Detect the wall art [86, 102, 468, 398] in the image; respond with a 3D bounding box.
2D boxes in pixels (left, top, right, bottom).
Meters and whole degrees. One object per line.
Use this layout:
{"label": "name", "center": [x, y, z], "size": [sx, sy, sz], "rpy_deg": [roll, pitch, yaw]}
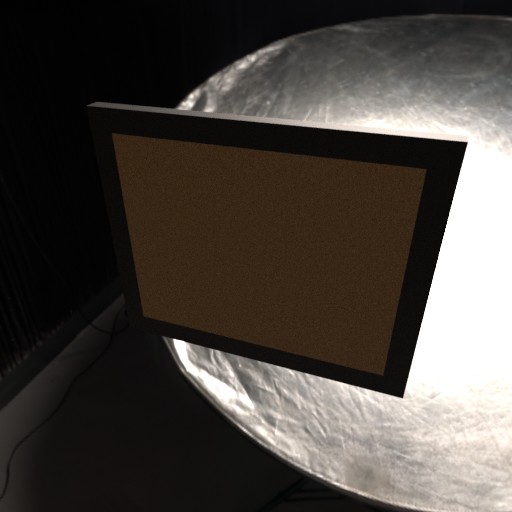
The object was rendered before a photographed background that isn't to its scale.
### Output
{"label": "wall art", "center": [0.000, 0.000, 0.753], "size": [0.561, 0.460, 0.028], "rpy_deg": [11, 33, 17]}
